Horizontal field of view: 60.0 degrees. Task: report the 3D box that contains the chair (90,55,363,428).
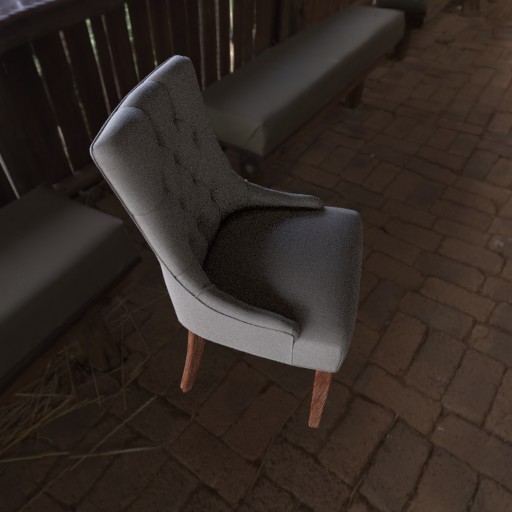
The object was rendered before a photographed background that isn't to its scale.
[{"bbox_3d":[0.000,0.000,1.197,0.565,0.874,0.509,9,46,9],"label":"chair"}]
